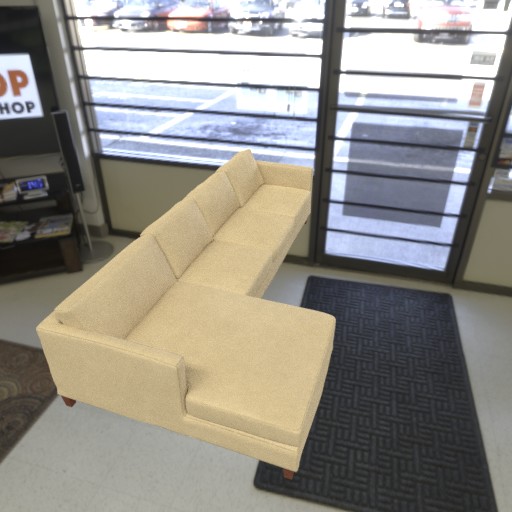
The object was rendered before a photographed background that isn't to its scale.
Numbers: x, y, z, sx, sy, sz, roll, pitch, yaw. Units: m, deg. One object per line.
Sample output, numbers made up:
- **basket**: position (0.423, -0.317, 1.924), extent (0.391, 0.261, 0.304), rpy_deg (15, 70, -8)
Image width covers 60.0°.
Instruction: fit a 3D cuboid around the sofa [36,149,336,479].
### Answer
- **sofa**: position (0.000, 0.000, 3.752), extent (1.625, 0.846, 3.186), rpy_deg (10, 33, 17)
